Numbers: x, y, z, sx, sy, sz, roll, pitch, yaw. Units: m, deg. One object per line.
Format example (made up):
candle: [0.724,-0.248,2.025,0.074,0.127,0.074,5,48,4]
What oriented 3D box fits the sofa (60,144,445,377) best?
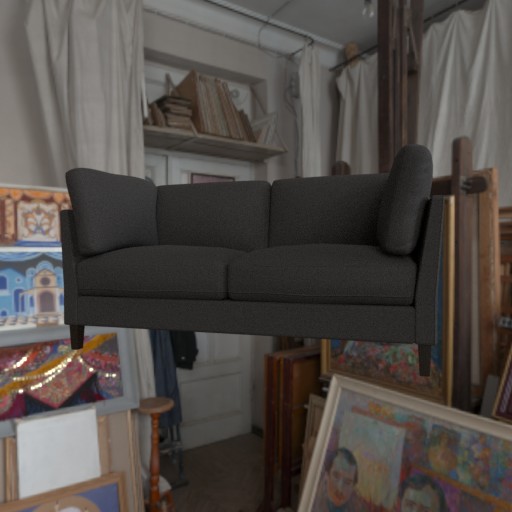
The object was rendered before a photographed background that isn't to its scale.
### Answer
sofa: [0.000,0.000,2.331,1.751,0.920,0.969,0,0,17]
